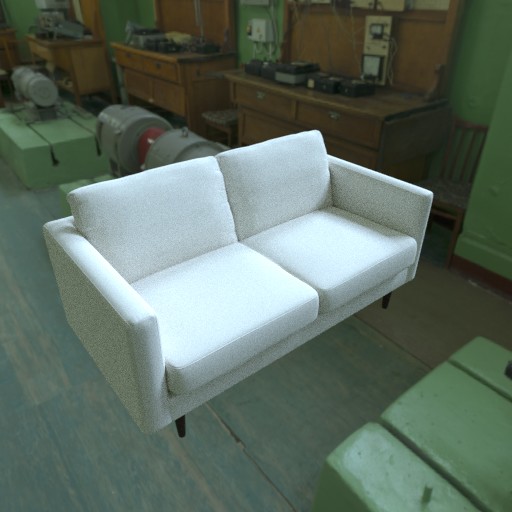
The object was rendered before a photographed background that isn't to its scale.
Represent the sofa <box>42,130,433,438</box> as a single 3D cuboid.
[{"bbox_3d":[0.000,0.000,2.235,1.713,0.893,0.940,-23,39,-32],"label":"sofa"}]
